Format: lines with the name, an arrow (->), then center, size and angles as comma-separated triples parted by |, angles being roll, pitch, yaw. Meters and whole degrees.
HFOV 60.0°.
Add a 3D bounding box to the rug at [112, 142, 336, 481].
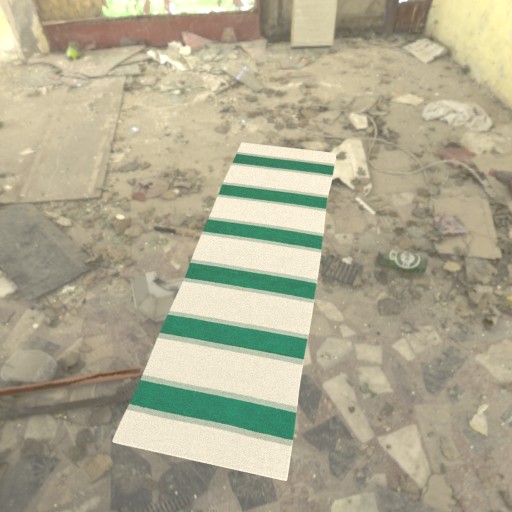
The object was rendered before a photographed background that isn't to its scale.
rug -> 0.000, 0.000, 2.685 | 0.768, 0.012, 2.438 | 9, 46, 8
